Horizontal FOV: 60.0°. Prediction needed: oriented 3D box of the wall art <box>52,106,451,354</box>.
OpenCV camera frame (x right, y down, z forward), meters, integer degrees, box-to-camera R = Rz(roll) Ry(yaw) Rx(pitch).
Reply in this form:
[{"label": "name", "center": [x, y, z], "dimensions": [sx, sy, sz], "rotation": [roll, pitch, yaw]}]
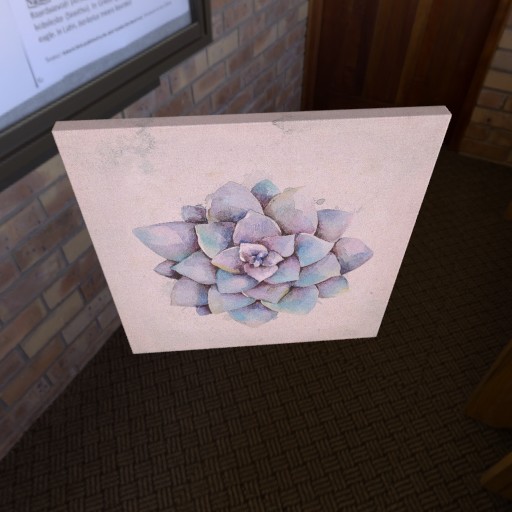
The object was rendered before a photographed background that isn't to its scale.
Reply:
[{"label": "wall art", "center": [0.000, 0.000, 1.125], "dimensions": [0.762, 0.762, 0.038], "rotation": [-3, 46, -3]}]
